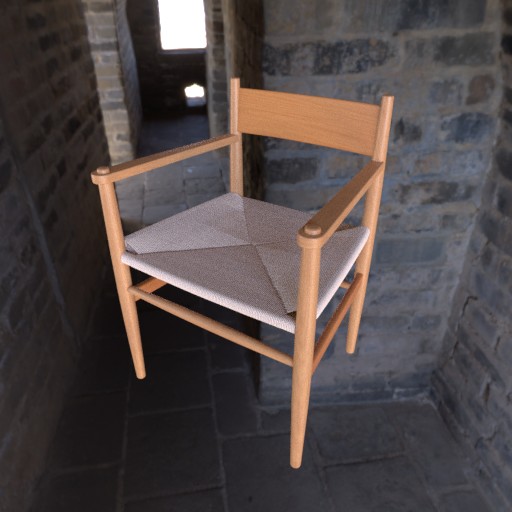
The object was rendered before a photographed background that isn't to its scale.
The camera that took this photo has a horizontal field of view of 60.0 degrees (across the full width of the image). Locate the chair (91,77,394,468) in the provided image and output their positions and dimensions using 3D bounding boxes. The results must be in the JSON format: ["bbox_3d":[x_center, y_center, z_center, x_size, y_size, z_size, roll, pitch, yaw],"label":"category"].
[{"bbox_3d":[0.000,0.000,1.134,0.556,0.762,0.495,19,36,28],"label":"chair"}]
